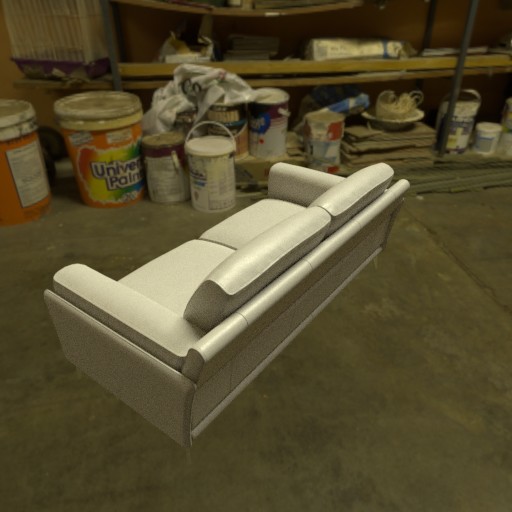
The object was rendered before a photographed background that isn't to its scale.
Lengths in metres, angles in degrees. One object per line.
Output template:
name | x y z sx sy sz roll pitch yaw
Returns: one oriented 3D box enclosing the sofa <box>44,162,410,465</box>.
sofa | 0.000 0.000 2.648 1.049 0.930 2.101 22 38 31
